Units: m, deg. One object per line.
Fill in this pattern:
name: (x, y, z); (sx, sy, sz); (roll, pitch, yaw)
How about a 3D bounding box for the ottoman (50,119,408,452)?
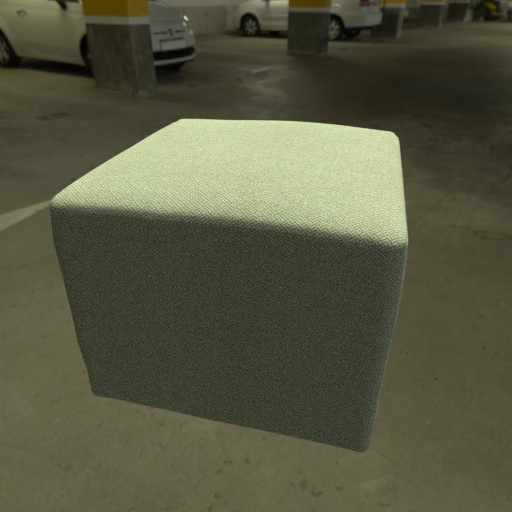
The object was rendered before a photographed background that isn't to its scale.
ottoman: (0.000, 0.000, 0.885); (0.512, 0.453, 0.521); (7, 31, 12)
